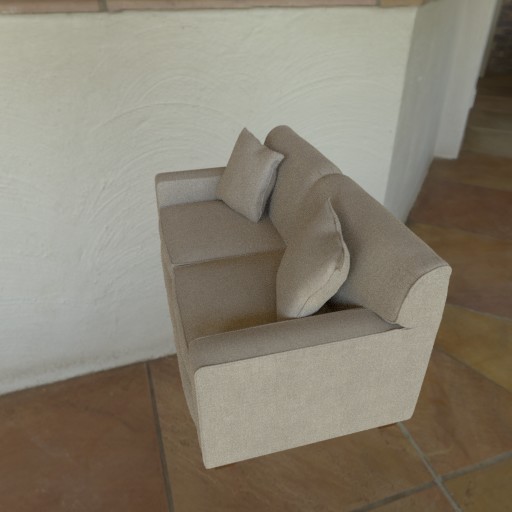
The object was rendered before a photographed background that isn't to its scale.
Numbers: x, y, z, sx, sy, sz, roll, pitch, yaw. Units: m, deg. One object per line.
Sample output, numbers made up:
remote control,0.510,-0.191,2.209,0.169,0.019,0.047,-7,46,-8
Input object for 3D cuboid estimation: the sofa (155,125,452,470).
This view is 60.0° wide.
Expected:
sofa,0.000,0.000,2.421,0.998,0.958,1.846,-8,33,-13
